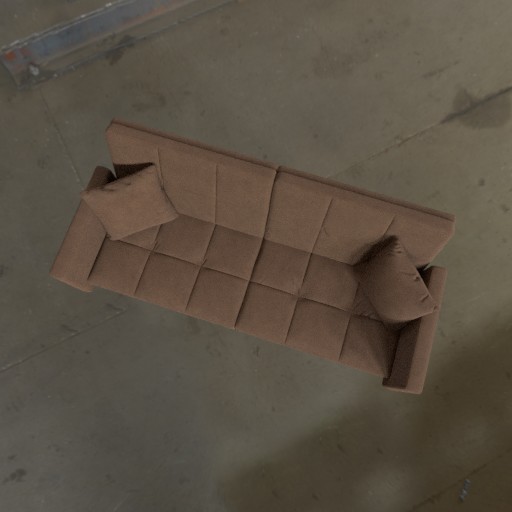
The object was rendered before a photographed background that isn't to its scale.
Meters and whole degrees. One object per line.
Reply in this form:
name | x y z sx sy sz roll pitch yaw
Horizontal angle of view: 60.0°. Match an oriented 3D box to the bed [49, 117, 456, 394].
bed | 0.000 0.000 2.384 1.905 0.787 0.889 17 76 4
